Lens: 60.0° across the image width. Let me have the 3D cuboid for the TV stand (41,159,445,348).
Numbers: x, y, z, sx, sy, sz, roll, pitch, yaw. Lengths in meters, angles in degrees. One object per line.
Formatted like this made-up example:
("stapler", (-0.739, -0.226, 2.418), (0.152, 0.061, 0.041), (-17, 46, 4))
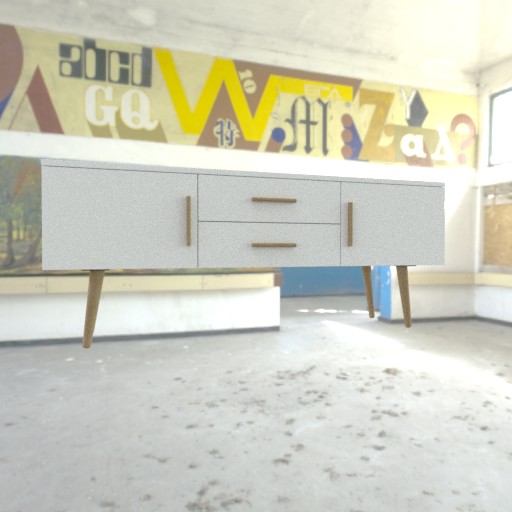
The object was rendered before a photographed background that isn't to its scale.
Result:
("TV stand", (0.000, 0.000, 1.647), (1.398, 0.560, 0.401), (0, 1, -18))
